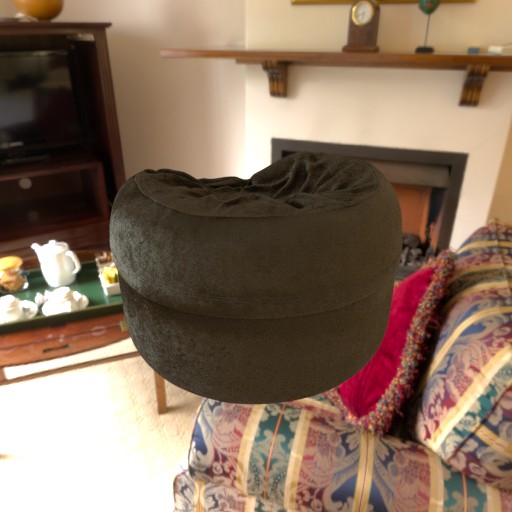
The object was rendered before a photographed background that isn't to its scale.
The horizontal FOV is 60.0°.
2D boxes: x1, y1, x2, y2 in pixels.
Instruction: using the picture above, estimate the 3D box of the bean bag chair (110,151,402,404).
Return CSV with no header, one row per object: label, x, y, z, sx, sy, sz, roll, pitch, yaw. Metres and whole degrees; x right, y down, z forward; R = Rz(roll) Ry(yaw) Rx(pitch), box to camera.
bean bag chair,0.000,0.000,1.500,0.918,0.605,0.918,0,26,0
